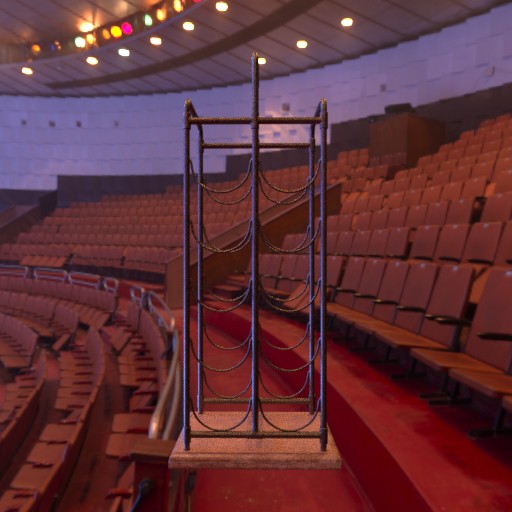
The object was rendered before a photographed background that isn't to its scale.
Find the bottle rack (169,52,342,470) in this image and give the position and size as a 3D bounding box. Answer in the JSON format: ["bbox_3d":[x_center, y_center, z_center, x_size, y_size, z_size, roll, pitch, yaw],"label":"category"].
[{"bbox_3d":[0.000,0.000,0.808,0.276,0.680,0.208,0,0,1],"label":"bottle rack"}]
